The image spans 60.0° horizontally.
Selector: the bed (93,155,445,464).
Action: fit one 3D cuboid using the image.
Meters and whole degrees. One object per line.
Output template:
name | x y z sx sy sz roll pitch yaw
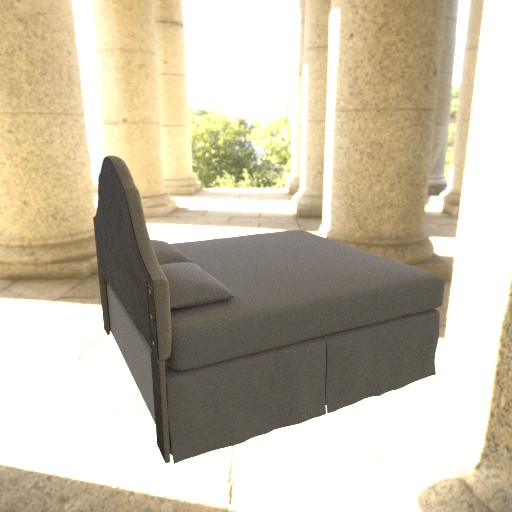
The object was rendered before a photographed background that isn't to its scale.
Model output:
bed | 0.000 0.000 3.424 2.086 1.555 2.012 -8 17 -27
